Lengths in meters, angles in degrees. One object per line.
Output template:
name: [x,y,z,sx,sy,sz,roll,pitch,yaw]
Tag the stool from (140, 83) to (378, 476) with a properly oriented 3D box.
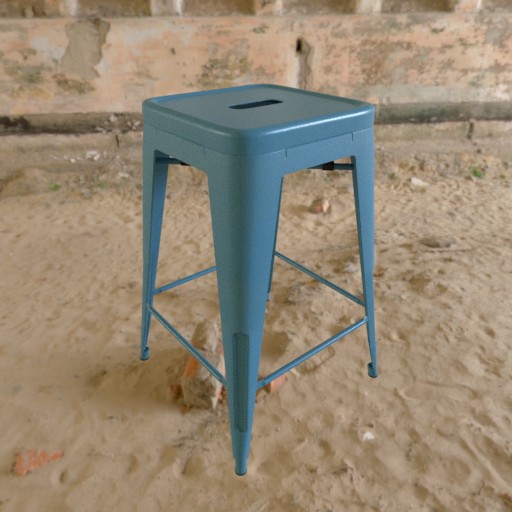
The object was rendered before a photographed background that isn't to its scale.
stool: [0.000,0.000,0.907,0.410,0.608,0.410,-22,36,-33]
